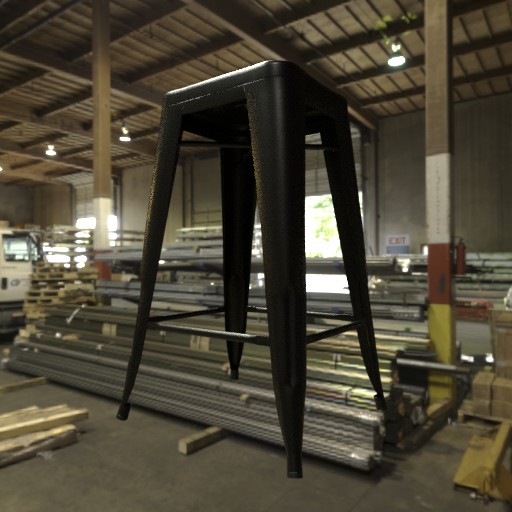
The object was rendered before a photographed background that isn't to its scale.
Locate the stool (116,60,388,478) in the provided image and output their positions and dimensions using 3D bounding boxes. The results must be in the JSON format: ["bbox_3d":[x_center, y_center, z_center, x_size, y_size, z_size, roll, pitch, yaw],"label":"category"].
[{"bbox_3d":[0.000,0.000,0.854,0.399,0.609,0.359,0,0,36],"label":"stool"}]
